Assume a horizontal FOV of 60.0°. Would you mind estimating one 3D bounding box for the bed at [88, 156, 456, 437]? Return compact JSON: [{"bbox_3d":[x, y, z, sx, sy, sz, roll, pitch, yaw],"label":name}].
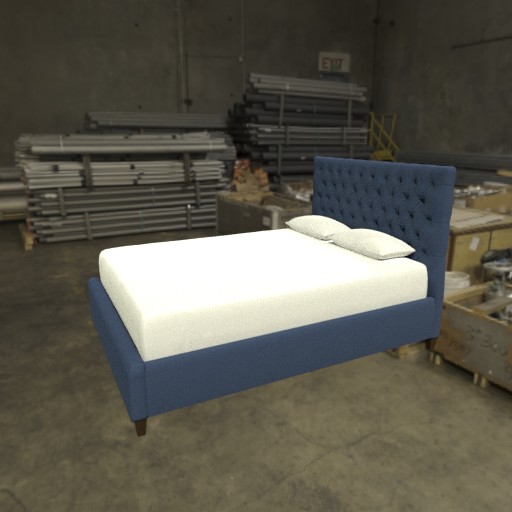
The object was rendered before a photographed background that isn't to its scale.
[{"bbox_3d":[0.000,0.000,3.516,2.387,1.427,1.706,-8,17,-26],"label":"bed"}]
